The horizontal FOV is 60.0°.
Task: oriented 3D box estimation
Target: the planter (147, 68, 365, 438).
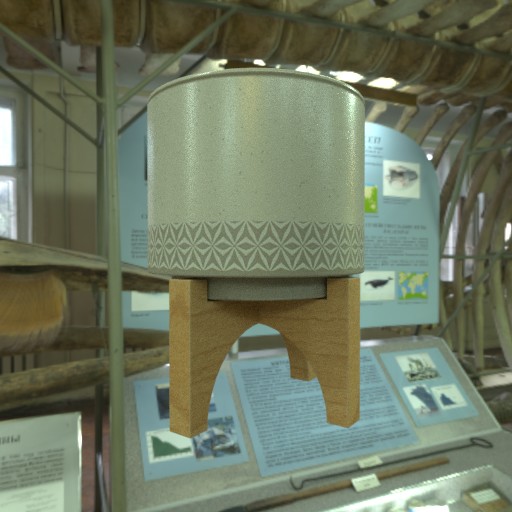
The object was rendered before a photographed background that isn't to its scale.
[{"bbox_3d":[0.000,0.000,0.273,0.130,0.178,0.130,0,1,0],"label":"planter"}]
